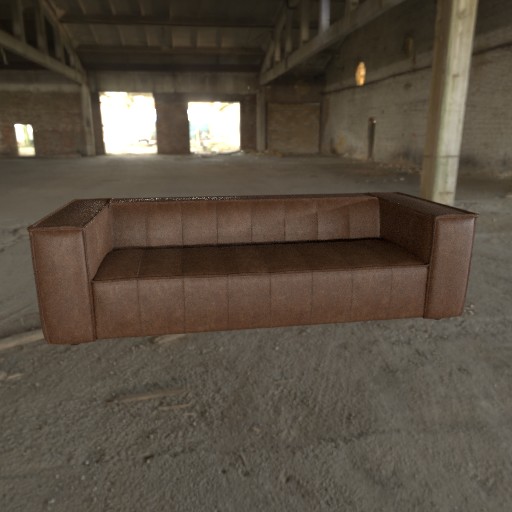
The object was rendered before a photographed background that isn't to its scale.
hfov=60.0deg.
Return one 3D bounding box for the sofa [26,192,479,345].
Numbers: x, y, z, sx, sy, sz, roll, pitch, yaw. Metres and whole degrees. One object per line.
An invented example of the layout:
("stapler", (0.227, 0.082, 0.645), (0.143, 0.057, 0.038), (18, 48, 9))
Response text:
("sofa", (0.000, 0.000, 3.025), (2.581, 0.701, 1.102), (-2, 16, -9))
